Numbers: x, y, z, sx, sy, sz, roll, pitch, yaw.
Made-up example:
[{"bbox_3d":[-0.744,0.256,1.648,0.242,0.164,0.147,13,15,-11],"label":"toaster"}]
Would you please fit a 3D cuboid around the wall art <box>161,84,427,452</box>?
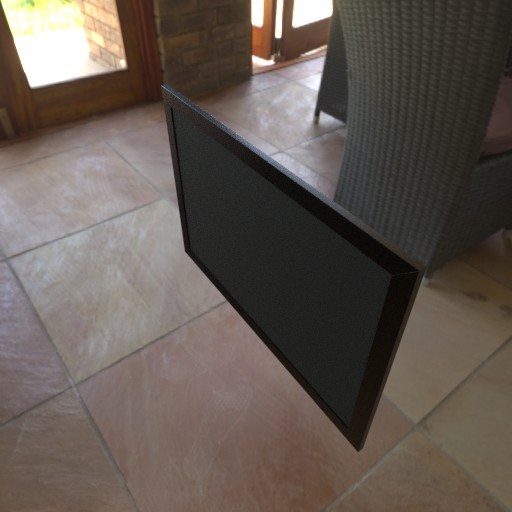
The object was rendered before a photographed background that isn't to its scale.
[{"bbox_3d":[0.000,0.000,0.847,0.013,0.447,0.660,-25,47,-25],"label":"wall art"}]
